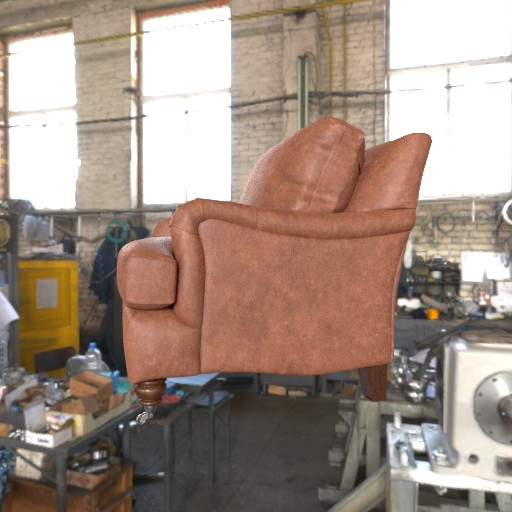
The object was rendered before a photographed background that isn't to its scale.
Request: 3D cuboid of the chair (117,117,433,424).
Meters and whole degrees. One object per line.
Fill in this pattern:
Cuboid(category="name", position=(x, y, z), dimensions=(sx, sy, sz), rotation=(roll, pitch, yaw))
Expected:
Cuboid(category="chair", position=(0.000, 0.000, 1.933), dimensions=(1.158, 1.055, 0.986), rotation=(0, 1, -17))
